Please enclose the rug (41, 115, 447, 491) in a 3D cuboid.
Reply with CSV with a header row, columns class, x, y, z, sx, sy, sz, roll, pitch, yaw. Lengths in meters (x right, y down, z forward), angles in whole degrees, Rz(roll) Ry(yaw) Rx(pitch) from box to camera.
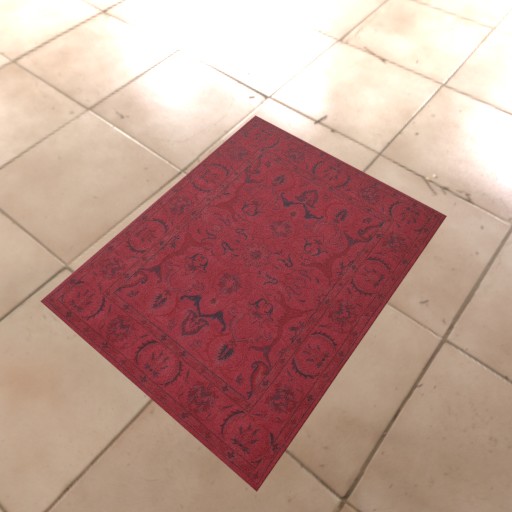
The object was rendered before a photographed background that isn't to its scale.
class,x,y,z,sx,sy,sz,roll,pitch,yaw
rug,0.000,0.000,3.951,2.300,0.012,2.929,33,63,19
